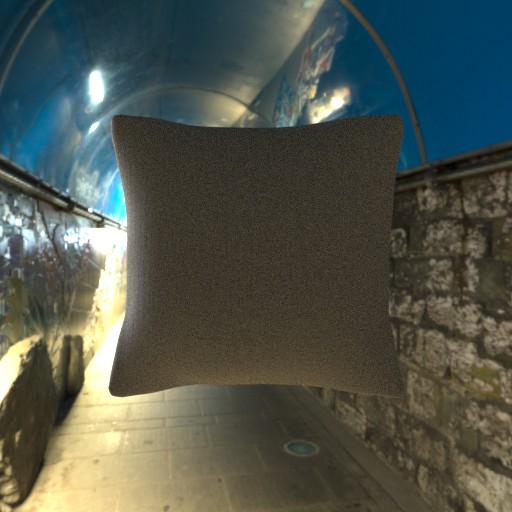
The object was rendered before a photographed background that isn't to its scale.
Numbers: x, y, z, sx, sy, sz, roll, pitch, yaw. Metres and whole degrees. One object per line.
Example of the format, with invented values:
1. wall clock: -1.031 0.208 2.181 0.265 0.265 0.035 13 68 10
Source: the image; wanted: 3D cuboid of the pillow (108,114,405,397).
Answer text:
1. pillow: 0.000 0.000 0.654 0.437 0.419 0.136 0 1 1
